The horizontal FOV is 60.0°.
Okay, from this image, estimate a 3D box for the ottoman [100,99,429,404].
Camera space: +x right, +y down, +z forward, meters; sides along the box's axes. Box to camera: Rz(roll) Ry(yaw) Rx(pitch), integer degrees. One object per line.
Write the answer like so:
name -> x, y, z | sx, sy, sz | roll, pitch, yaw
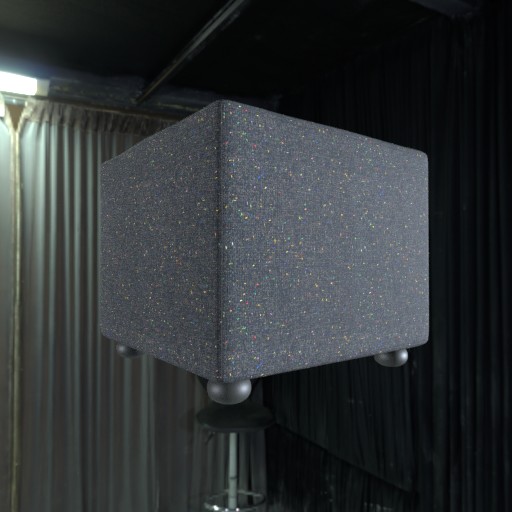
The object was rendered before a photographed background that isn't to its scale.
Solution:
ottoman -> 0.000, 0.000, 0.920 | 0.508, 0.432, 0.508 | 1, -1, -37
